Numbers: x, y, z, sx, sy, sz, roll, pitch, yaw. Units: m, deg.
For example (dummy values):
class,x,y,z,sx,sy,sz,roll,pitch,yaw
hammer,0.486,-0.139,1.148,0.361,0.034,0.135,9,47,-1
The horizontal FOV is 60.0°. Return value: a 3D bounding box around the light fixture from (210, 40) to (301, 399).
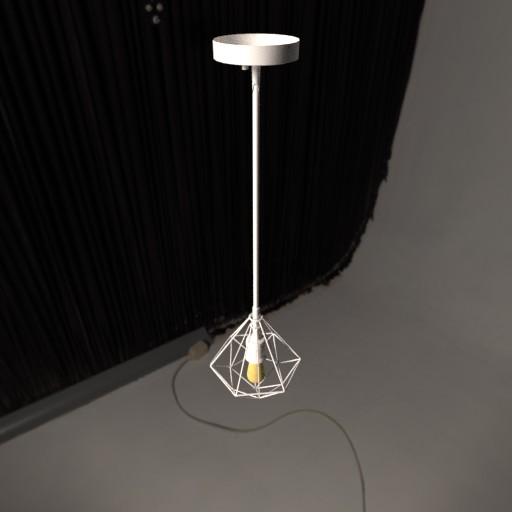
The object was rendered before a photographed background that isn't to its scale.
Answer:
class,x,y,z,sx,sy,sz,roll,pitch,yaw
light fixture,0.000,0.000,1.993,0.431,1.764,0.487,-21,39,-29
